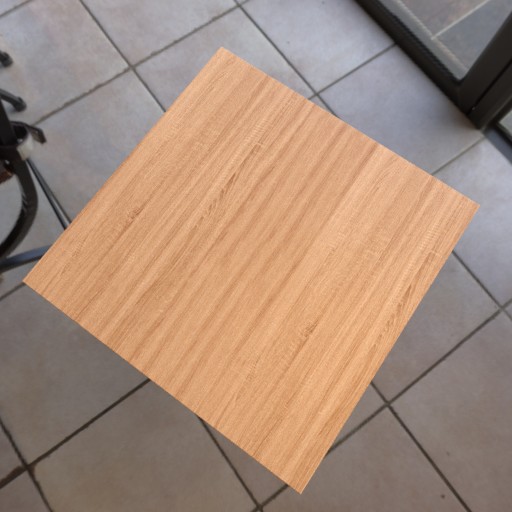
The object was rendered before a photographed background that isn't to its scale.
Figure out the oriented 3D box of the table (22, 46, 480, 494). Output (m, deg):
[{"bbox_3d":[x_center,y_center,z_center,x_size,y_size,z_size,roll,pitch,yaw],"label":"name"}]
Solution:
[{"bbox_3d":[0.000,0.000,1.348,0.890,0.305,0.890,34,79,8],"label":"table"}]
